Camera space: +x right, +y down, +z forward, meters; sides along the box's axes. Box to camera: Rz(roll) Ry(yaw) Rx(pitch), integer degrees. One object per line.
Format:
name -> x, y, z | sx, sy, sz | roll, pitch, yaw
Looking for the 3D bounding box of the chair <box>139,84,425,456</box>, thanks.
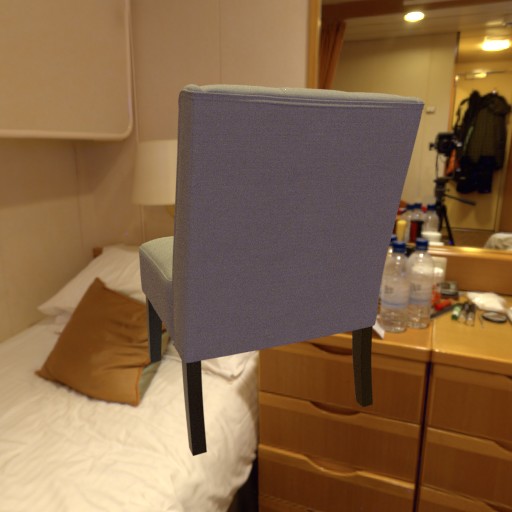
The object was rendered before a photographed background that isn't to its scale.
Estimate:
chair -> 0.000, 0.000, 1.288 | 0.569, 0.853, 0.676 | -6, 15, -23
